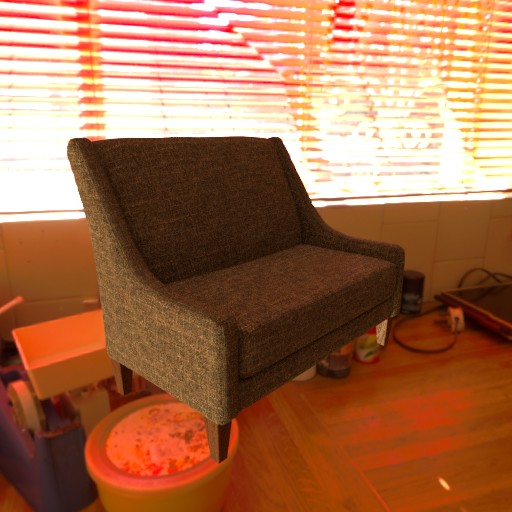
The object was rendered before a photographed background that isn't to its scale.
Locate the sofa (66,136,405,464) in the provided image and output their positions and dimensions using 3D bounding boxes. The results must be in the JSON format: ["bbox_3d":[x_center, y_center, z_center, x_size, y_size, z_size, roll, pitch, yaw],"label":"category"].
[{"bbox_3d":[0.000,0.000,1.957,0.870,1.021,1.242,14,21,41],"label":"sofa"}]
